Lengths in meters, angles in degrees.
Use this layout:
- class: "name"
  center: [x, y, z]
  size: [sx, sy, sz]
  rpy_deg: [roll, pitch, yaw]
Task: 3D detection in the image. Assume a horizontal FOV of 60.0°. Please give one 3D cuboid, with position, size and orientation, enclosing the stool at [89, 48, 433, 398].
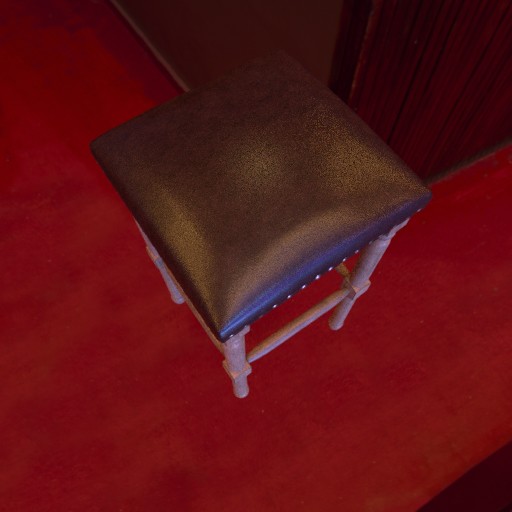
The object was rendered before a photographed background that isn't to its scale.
- class: "stool"
  center: [0.000, 0.000, 0.938]
  size: [0.382, 0.702, 0.383]
  rpy_deg: [-32, 68, -15]
